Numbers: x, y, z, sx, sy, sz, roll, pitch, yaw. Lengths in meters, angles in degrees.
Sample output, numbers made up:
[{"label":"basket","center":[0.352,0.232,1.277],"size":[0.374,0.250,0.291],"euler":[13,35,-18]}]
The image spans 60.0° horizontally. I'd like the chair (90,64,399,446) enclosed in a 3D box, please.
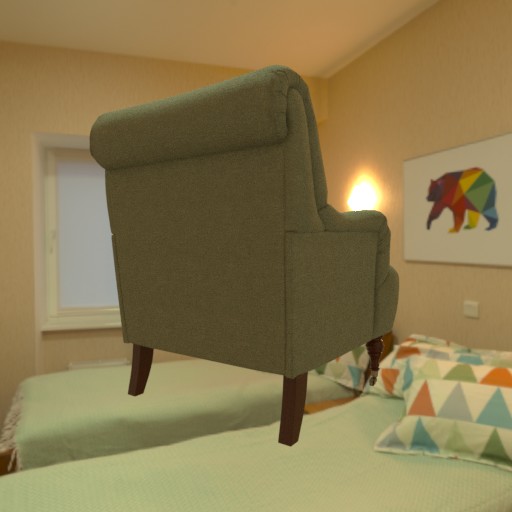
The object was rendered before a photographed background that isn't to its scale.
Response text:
[{"label":"chair","center":[0.000,0.000,1.925],"size":[0.964,1.178,1.060],"euler":[1,2,37]}]
